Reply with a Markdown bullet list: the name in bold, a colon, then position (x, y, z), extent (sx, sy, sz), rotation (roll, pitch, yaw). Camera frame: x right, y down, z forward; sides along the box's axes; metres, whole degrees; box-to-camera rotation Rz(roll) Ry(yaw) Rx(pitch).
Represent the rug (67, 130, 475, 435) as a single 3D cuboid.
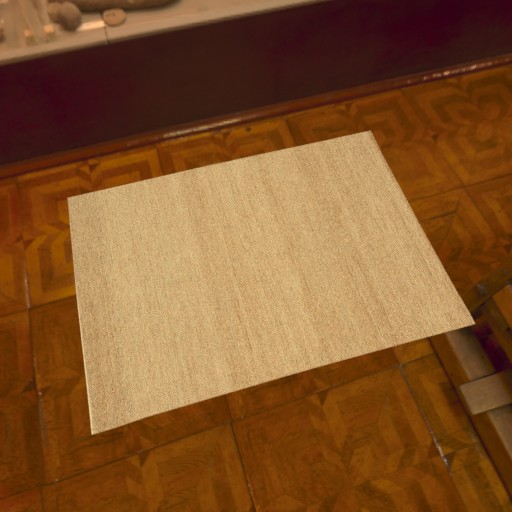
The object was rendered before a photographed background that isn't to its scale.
- **rug**: position (0.000, 0.000, 2.860), extent (2.283, 0.030, 1.596), rotation (-14, 63, -7)
